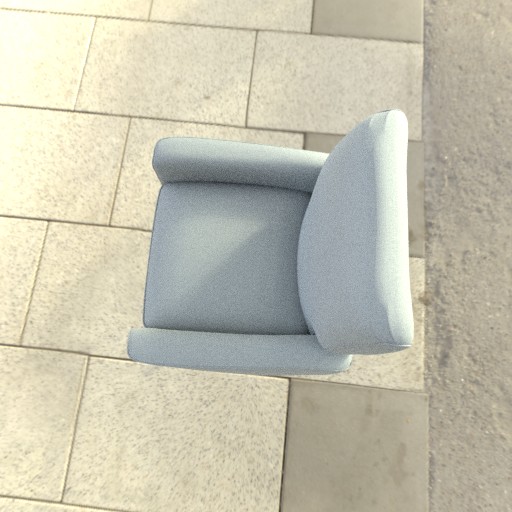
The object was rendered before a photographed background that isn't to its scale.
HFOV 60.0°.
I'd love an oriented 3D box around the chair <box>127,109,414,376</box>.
[{"bbox_3d":[0.000,0.000,1.644,0.846,1.007,0.853,4,75,1],"label":"chair"}]
